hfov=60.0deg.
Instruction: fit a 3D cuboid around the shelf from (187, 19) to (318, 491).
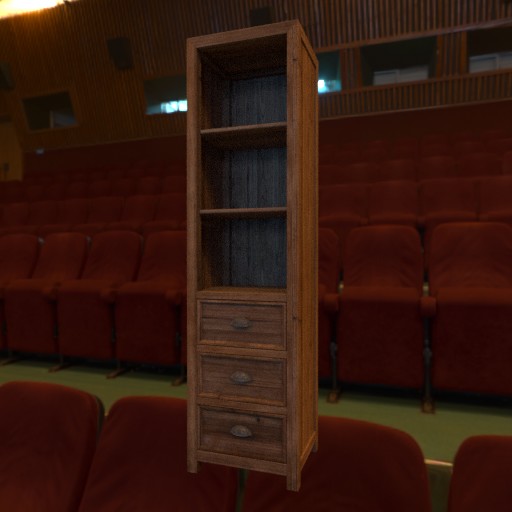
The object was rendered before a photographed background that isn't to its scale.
[{"bbox_3d":[0.000,0.000,2.058,0.500,1.900,0.428,0,1,19],"label":"shelf"}]
